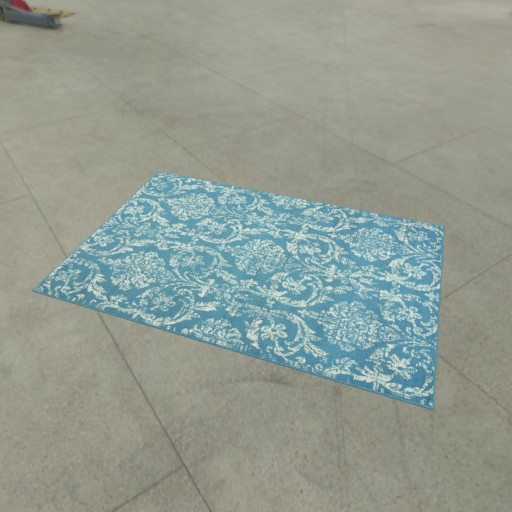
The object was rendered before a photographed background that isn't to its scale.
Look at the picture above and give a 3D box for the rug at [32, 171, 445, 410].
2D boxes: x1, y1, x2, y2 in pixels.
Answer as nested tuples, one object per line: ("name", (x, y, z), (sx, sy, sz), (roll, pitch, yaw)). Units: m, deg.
("rug", (0.000, 0.000, 3.459), (2.746, 0.018, 1.816), (13, 42, 15))
